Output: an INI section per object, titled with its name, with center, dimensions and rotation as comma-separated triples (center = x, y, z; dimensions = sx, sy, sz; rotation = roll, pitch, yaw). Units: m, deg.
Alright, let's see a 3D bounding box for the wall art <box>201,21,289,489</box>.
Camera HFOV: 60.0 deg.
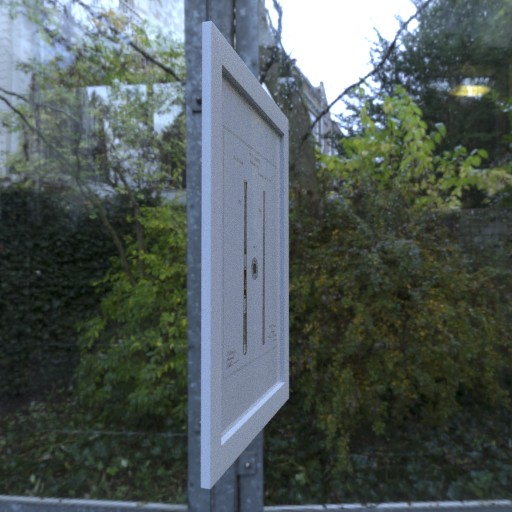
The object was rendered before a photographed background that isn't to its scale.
[wall art]
center = 0.000, 0.000, 0.612
dimensions = 0.011, 0.482, 0.329
rotation = 0, -1, 18
